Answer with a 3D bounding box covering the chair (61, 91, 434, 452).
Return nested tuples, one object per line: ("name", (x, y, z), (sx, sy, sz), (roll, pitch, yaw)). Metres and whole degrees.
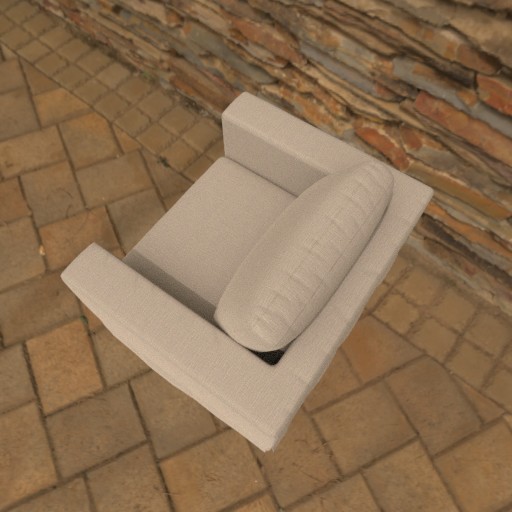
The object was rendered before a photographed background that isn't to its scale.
("chair", (0.000, 0.000, 1.825), (0.957, 0.878, 1.150), (32, 68, 15))
